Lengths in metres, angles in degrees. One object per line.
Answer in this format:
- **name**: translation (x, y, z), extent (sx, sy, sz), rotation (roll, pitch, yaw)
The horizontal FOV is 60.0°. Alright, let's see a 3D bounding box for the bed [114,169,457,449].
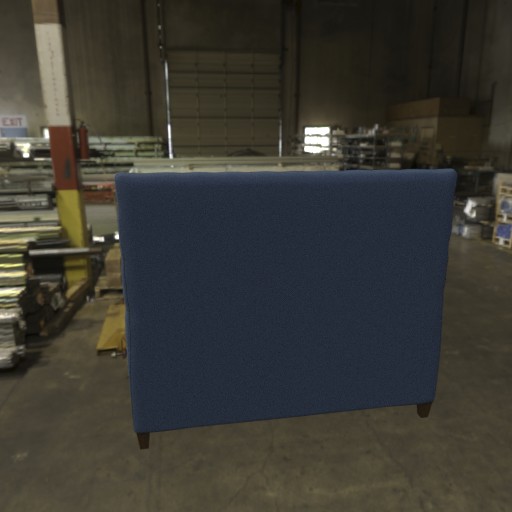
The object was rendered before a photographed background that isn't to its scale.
- **bed**: translation (0.000, 0.000, 3.391), extent (1.706, 1.427, 2.387), rotation (-3, 15, -10)
